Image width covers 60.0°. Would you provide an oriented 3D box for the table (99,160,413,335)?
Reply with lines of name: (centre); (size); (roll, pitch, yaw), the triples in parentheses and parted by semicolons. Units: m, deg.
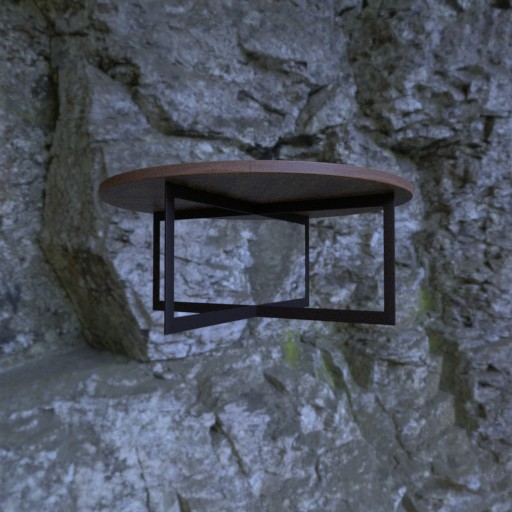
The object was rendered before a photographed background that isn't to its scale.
table: (0.000, 0.000, 1.885); (1.264, 0.516, 1.264); (0, -1, 0)
